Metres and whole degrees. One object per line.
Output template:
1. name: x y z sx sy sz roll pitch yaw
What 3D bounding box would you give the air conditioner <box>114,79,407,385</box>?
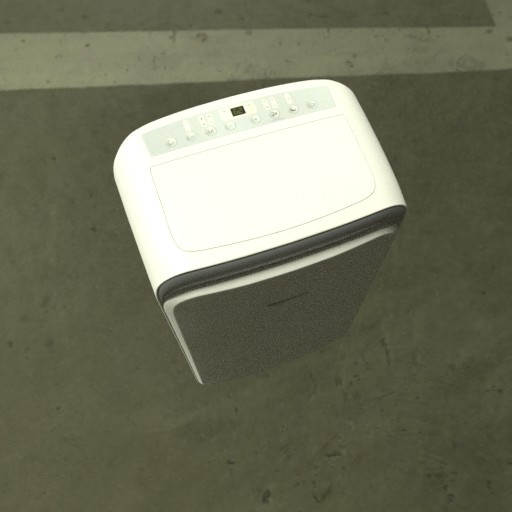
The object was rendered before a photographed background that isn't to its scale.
1. air conditioner: 0.000 0.000 0.964 0.454 0.700 0.365 -18 66 -8
